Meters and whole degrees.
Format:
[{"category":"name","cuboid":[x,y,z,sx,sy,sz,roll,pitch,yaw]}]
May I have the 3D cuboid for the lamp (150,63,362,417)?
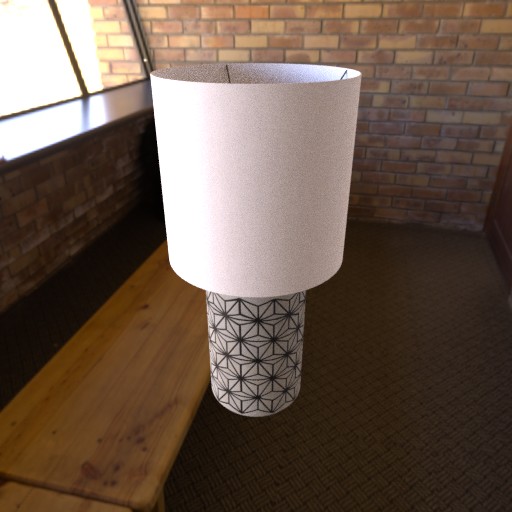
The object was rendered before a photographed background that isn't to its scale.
[{"category":"lamp","cuboid":[0.000,0.000,0.539,0.206,0.416,0.206,-9,29,-17]}]
